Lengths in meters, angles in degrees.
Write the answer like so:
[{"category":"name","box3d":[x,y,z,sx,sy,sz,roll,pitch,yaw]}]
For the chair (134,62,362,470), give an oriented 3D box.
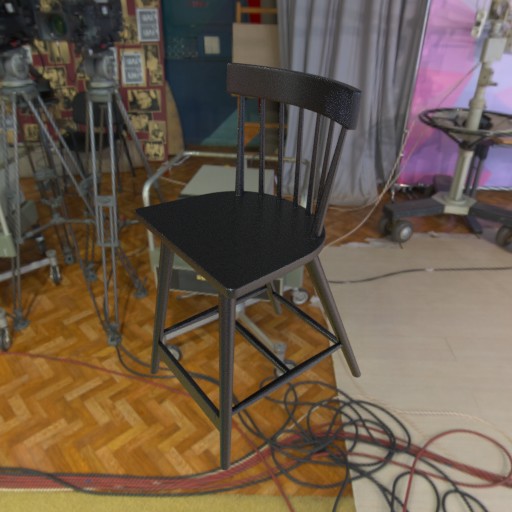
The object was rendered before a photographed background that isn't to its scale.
[{"category":"chair","box3d":[0.000,0.000,1.262,0.572,0.952,0.483,-22,38,-31]}]
